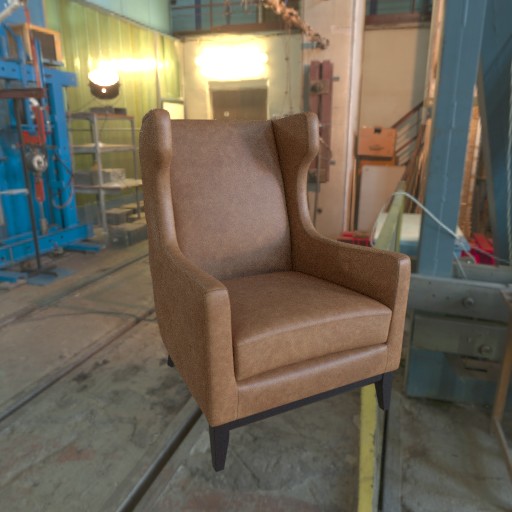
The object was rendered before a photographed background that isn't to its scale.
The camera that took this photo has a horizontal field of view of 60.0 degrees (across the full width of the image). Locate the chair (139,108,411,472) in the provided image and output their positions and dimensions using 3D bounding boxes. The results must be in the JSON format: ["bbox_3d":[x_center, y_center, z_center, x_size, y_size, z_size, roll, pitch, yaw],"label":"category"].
[{"bbox_3d":[0.000,0.000,1.710,0.766,1.079,0.899,-8,18,-26],"label":"chair"}]
